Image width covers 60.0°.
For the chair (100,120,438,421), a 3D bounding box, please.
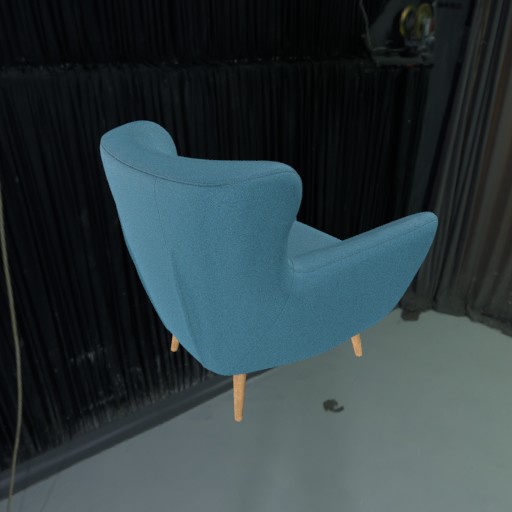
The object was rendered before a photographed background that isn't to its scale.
[{"bbox_3d":[0.000,0.000,1.584,0.889,0.889,0.890,-18,32,-33],"label":"chair"}]
